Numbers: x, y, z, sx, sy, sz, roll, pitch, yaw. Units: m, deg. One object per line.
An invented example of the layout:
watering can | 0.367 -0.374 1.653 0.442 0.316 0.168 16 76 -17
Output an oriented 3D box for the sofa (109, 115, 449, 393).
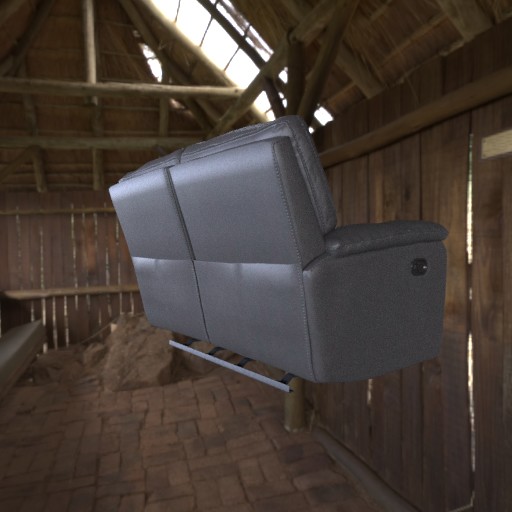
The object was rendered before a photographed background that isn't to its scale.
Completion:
sofa | 0.000 0.000 2.458 1.104 1.111 1.765 -1 2 -37
